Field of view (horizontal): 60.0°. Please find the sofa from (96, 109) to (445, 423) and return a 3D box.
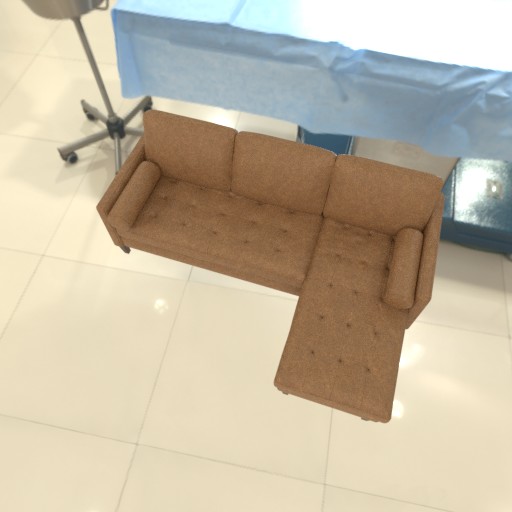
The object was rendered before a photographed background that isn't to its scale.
[{"bbox_3d":[0.000,0.000,2.897,2.178,0.876,1.506,16,60,9],"label":"sofa"}]
